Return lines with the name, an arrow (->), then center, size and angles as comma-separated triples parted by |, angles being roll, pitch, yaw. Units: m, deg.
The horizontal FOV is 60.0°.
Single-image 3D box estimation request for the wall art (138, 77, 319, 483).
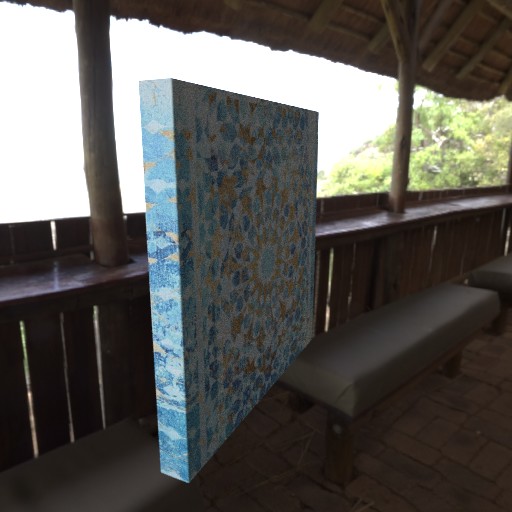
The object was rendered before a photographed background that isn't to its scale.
wall art -> 0.000, 0.000, 0.608 | 0.037, 0.405, 0.405 | 7, 15, 25
